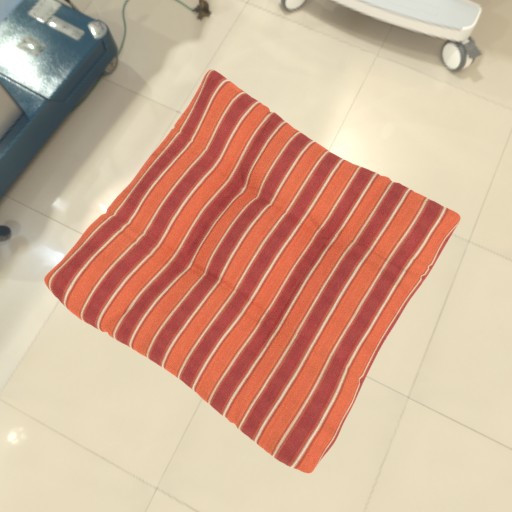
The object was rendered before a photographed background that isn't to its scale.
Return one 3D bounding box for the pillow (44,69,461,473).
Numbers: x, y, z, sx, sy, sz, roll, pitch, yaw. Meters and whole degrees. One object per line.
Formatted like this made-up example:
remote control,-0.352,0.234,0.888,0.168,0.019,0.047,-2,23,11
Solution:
pillow,0.000,0.000,0.711,0.490,0.133,0.468,33,76,9
